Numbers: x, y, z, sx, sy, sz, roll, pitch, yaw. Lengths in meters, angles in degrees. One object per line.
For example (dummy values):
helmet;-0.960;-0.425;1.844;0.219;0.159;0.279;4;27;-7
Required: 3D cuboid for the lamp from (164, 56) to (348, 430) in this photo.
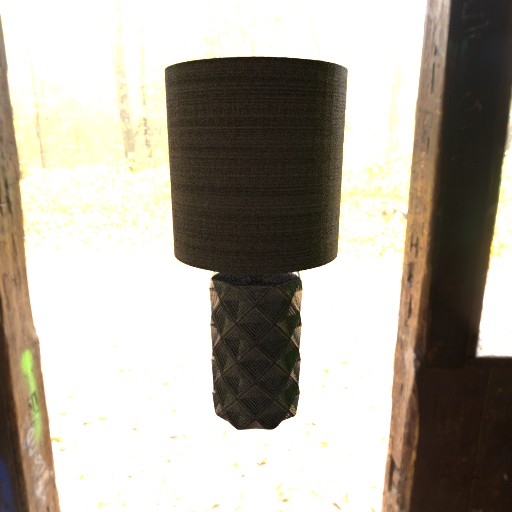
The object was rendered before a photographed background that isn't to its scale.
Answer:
lamp;0.000;0.000;0.733;0.268;0.566;0.269;-8;17;-27
